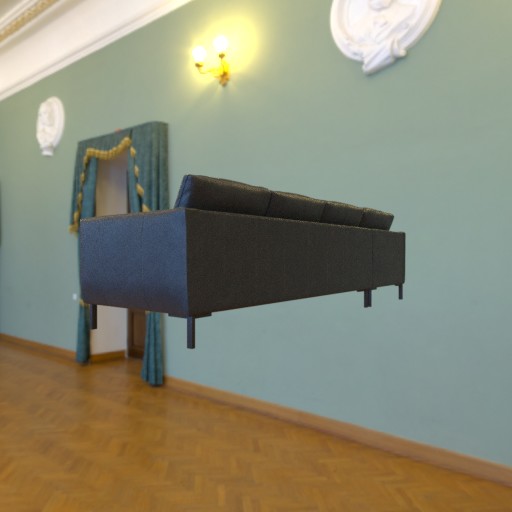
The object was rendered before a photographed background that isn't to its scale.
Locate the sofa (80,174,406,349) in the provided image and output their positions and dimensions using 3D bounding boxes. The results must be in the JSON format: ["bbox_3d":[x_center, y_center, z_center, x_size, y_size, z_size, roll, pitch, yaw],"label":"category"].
[{"bbox_3d":[0.000,0.000,3.637,1.471,0.859,2.993,0,0,37],"label":"sofa"}]
